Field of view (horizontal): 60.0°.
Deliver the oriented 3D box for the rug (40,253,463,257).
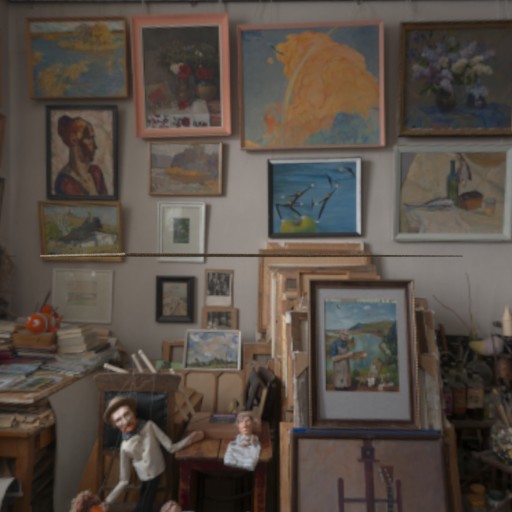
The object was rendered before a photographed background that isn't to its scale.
[{"bbox_3d":[0.000,0.000,2.303,1.827,0.006,1.221,0,0,-36],"label":"rug"}]
